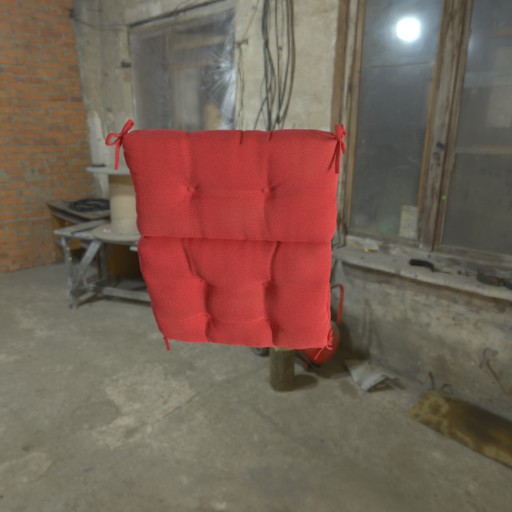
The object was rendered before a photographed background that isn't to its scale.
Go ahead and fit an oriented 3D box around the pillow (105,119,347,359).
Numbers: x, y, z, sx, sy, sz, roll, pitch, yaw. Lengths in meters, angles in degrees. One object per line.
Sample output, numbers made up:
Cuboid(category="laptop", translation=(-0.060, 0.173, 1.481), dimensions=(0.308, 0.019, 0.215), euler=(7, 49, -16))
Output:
Cuboid(category="pillow", translation=(0.000, 0.000, 1.490), dimensions=(0.526, 0.863, 1.016), euler=(3, 16, 9))
